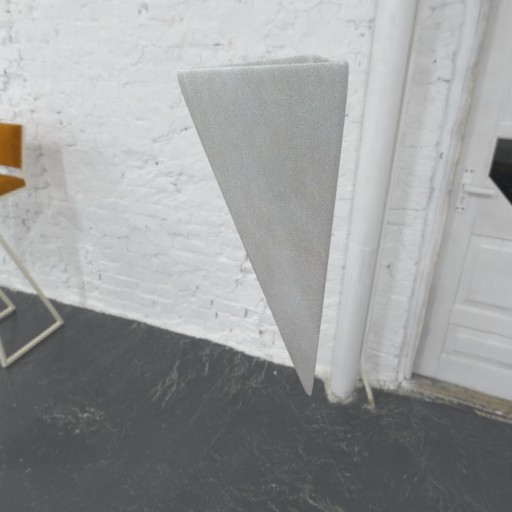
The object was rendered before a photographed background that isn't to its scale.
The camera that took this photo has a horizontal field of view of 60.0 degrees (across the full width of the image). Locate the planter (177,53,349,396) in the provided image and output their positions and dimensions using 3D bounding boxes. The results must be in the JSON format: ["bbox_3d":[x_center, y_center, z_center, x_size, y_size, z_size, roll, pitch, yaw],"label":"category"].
[{"bbox_3d":[0.000,0.000,0.157,0.047,0.130,0.058,0,26,1],"label":"planter"}]
